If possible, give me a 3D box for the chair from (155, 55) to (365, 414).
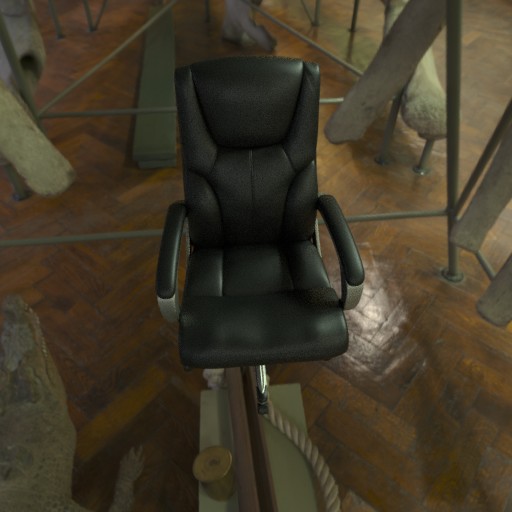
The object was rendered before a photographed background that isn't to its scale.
[{"bbox_3d":[0.000,0.000,1.598,0.663,1.155,0.739,-4,46,-3],"label":"chair"}]
